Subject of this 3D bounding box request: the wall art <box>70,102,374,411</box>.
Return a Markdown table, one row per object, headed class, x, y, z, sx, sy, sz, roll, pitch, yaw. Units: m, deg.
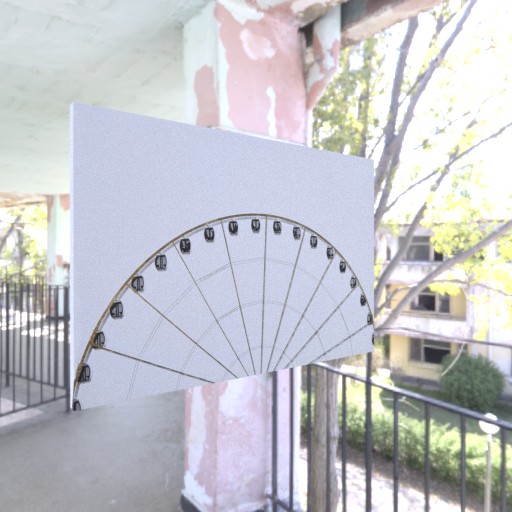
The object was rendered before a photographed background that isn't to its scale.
| class | x | y | z | sx | sy | sz | roll | pitch | yaw |
| --- | --- | --- | --- | --- | --- | --- | --- | --- | --- |
| wall art | 0.000 | 0.000 | 1.448 | 1.144 | 0.767 | 0.038 | 0 | 0 | -36 |
